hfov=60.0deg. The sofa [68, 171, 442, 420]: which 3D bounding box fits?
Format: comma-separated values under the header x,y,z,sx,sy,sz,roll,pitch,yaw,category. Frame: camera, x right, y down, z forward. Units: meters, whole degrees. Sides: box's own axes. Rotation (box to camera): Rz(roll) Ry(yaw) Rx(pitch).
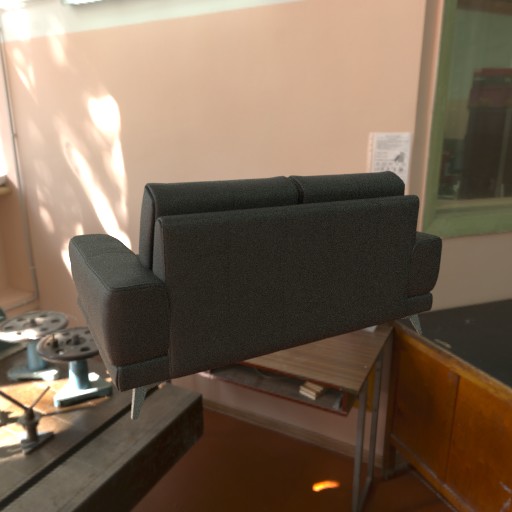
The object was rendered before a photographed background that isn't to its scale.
x,y,z,sx,sy,sz,roll,pitch,yaw,category
0.000,0.000,2.409,1.806,0.907,1.018,-8,17,-28,sofa
